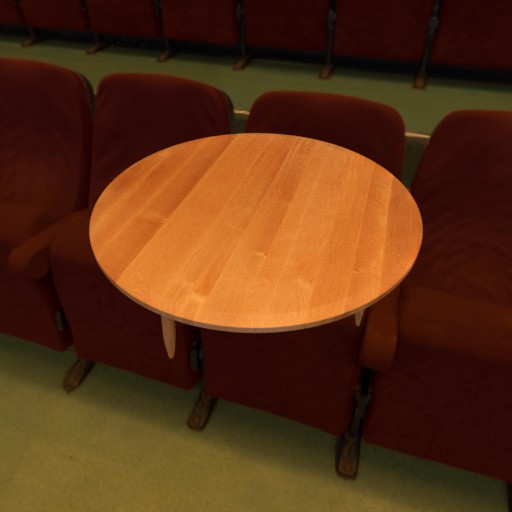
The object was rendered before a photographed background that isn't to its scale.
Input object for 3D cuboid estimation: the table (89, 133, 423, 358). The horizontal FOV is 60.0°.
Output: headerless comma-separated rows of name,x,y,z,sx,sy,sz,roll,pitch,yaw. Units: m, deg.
table,0.000,0.000,1.370,0.900,0.400,0.900,0,41,0
